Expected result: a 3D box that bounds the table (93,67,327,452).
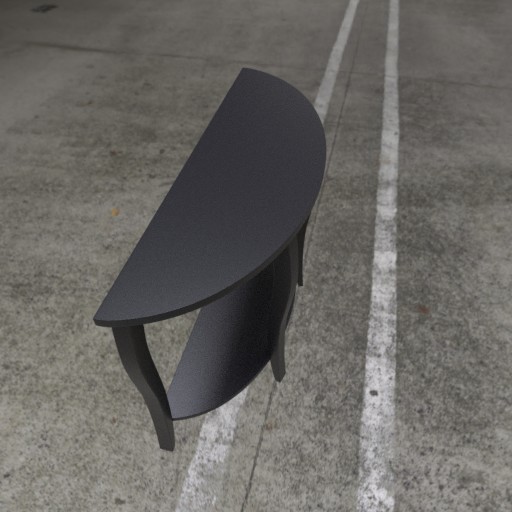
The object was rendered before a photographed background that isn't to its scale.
[{"bbox_3d":[0.000,0.000,1.558,0.394,0.780,1.219,10,47,9],"label":"table"}]
